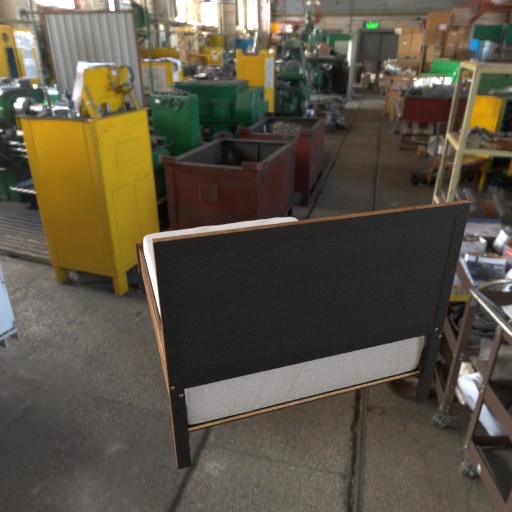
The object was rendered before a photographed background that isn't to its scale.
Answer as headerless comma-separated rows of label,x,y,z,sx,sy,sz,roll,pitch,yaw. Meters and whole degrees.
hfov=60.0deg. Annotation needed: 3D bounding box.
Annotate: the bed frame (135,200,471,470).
bed frame,0.000,0.000,3.431,1.696,1.417,2.276,-8,27,-17
